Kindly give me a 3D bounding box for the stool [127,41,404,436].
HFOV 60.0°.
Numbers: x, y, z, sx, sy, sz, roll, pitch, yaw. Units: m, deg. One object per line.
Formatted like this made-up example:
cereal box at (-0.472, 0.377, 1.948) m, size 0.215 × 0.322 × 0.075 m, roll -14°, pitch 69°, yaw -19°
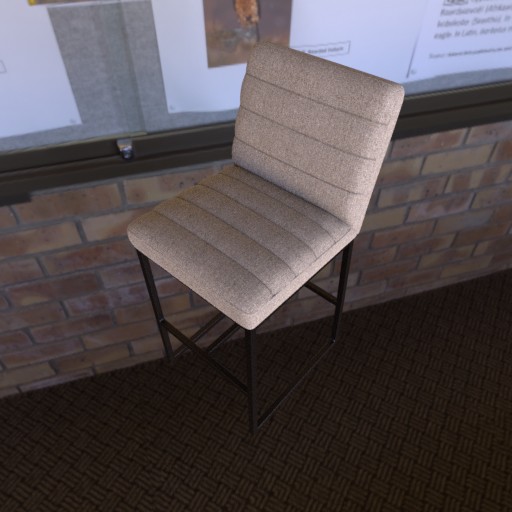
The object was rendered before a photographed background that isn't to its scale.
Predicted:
stool at (0.000, 0.000, 1.354) m, size 0.459 × 1.034 × 0.571 m, roll 32°, pitch 54°, yaw 27°
